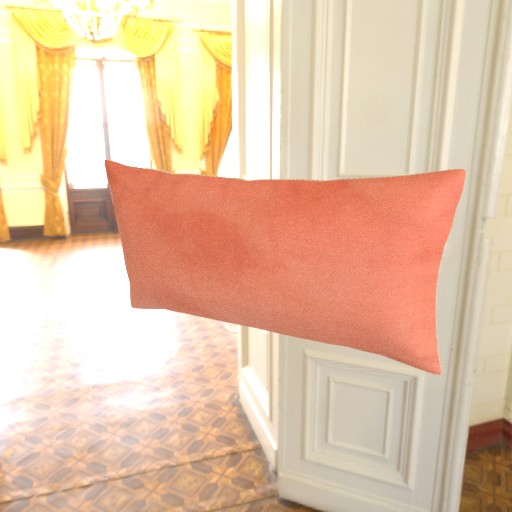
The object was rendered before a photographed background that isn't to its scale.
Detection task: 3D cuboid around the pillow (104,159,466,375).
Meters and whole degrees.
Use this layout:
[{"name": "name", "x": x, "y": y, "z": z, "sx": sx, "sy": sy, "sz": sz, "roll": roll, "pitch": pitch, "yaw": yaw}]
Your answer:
[{"name": "pillow", "x": 0.000, "y": 0.000, "z": 0.742, "sx": 0.608, "sy": 0.307, "sz": 0.155, "roll": 7, "pitch": 16, "yaw": 26}]
